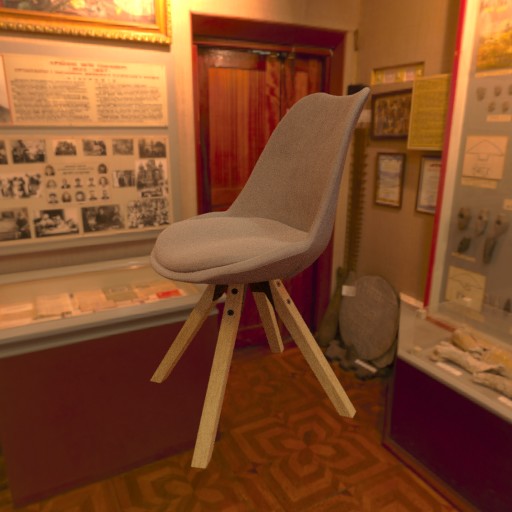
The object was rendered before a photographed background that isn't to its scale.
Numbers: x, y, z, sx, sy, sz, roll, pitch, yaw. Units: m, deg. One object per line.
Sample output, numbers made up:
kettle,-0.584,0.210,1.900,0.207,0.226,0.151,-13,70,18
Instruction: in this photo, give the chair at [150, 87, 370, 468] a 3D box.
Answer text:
chair,0.000,0.000,1.187,0.550,0.850,0.485,-8,18,-25
